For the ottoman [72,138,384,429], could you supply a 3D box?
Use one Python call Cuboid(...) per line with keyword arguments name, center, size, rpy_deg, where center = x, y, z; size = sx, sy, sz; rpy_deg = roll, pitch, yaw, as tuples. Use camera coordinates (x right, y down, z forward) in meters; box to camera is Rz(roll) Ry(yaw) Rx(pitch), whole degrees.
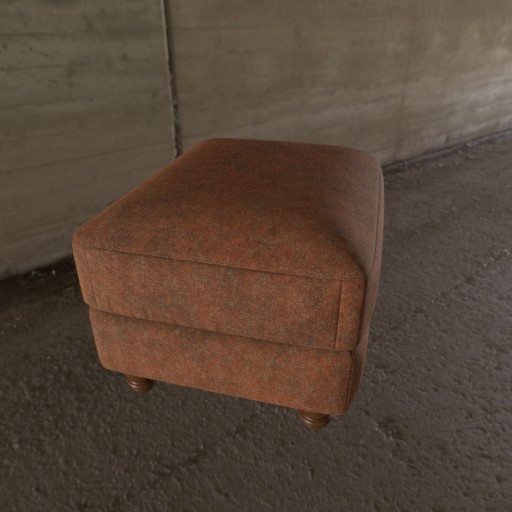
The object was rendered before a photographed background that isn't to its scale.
Cuboid(name="ottoman", center=(0.000, 0.000, 1.202), size=(0.635, 0.508, 0.787), rpy_deg=(7, 30, 13))
